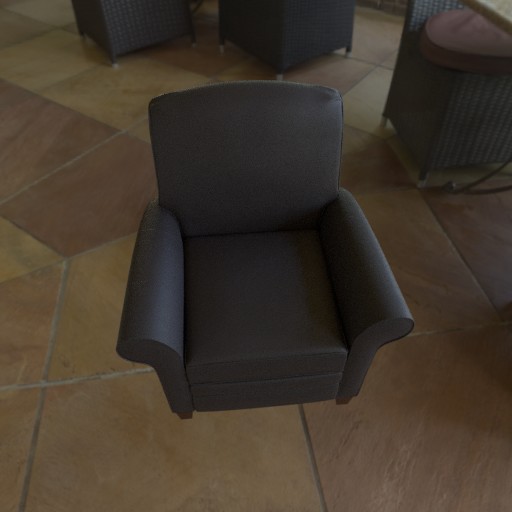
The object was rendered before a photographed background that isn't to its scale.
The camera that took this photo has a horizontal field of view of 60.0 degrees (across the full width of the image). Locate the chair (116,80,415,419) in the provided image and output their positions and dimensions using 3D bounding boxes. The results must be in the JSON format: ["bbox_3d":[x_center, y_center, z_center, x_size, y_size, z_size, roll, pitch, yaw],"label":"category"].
[{"bbox_3d":[0.000,0.000,1.782,0.978,1.061,0.902,-4,46,-4],"label":"chair"}]
